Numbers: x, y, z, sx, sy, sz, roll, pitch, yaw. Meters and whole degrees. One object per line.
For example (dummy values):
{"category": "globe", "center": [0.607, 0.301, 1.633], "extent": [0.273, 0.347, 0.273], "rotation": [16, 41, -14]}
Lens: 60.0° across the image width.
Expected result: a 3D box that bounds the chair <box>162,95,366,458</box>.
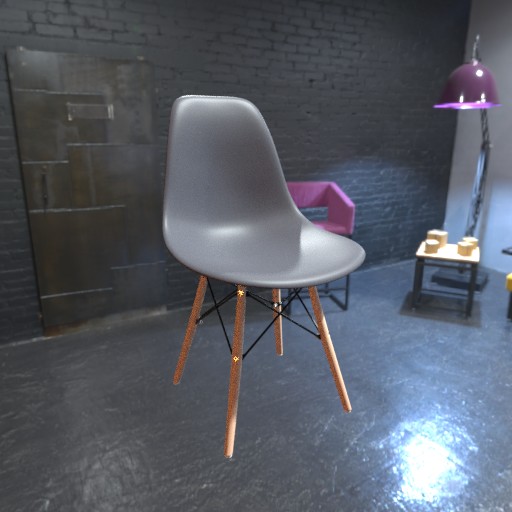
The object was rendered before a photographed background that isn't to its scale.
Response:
{"category": "chair", "center": [0.000, 0.000, 1.165], "extent": [0.470, 0.826, 0.533], "rotation": [-8, 18, -28]}
